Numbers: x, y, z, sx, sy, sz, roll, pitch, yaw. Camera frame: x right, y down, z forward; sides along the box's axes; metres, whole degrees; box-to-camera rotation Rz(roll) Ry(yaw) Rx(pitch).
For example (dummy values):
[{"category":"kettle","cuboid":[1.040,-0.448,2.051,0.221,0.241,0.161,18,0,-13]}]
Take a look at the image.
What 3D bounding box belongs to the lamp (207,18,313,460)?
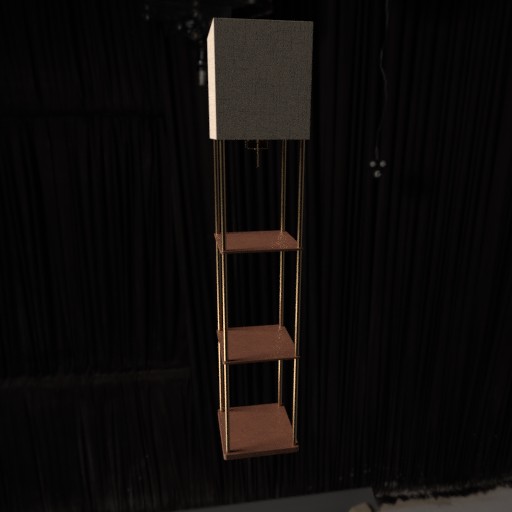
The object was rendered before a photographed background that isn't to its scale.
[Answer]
[{"category":"lamp","cuboid":[0.000,0.000,1.699,0.308,1.569,0.310,-3,16,-9]}]
